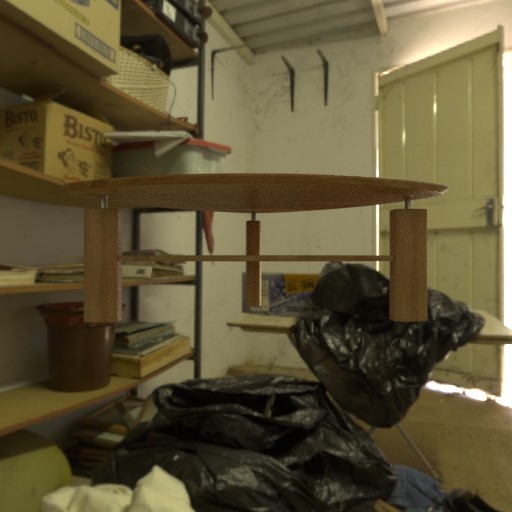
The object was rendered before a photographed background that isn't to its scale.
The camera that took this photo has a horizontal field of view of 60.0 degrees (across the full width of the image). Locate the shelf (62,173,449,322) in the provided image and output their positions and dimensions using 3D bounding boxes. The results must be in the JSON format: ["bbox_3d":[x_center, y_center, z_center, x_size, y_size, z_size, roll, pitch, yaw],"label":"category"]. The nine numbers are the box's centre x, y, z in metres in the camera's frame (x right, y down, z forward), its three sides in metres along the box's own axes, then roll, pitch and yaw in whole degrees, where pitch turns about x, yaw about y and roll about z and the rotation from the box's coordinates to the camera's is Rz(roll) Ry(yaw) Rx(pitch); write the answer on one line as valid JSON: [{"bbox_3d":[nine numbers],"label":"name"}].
[{"bbox_3d":[0.000,0.000,1.614,1.240,0.439,0.863,0,0,-1],"label":"shelf"}]
